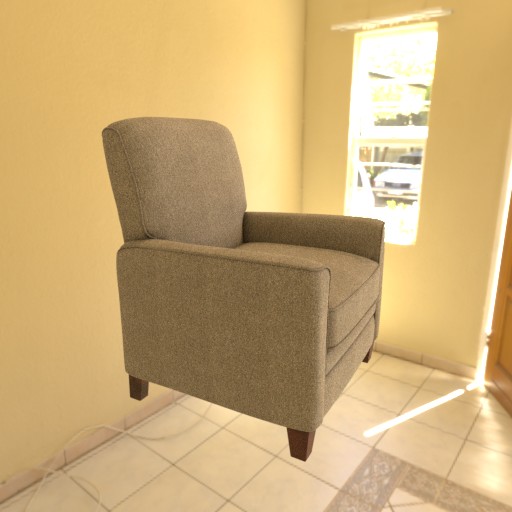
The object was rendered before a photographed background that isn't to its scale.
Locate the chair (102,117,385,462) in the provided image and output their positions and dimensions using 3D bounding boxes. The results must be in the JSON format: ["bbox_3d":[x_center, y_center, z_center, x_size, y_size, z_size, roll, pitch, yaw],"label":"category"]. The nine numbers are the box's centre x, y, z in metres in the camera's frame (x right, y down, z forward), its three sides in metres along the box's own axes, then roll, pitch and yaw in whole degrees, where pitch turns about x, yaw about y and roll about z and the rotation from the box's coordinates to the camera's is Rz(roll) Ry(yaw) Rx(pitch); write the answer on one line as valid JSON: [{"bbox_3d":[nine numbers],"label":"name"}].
[{"bbox_3d":[0.000,0.000,1.705,0.858,1.028,0.841,8,17,28],"label":"chair"}]
